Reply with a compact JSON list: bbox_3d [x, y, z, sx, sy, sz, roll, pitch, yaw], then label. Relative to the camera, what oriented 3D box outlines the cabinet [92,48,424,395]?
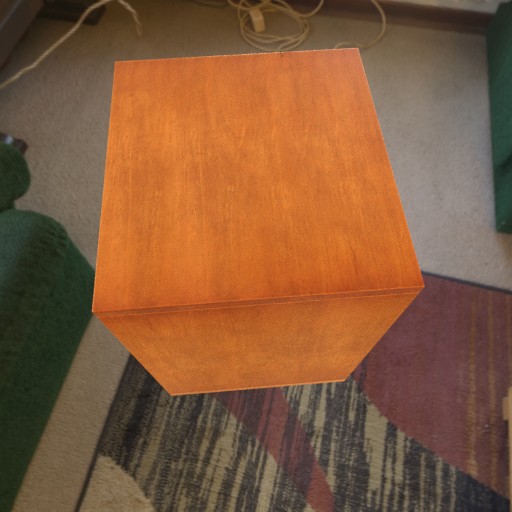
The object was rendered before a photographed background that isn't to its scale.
[{"bbox_3d":[0.000,0.000,0.852,0.401,0.579,0.409,-4,63,-2],"label":"cabinet"}]
